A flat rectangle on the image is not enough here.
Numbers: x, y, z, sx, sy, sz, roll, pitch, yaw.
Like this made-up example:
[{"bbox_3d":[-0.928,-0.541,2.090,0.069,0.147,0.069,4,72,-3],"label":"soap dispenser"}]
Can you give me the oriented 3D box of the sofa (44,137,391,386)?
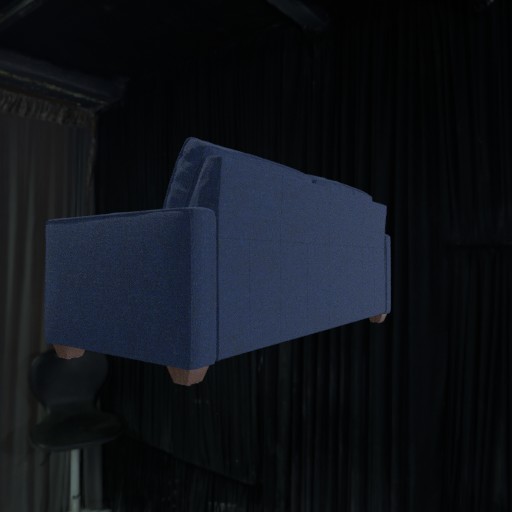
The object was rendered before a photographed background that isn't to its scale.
[{"bbox_3d":[0.000,0.000,2.566,0.940,0.919,2.080,0,-1,35],"label":"sofa"}]
